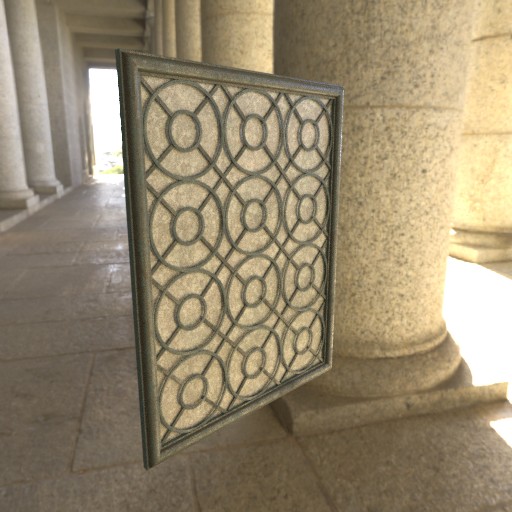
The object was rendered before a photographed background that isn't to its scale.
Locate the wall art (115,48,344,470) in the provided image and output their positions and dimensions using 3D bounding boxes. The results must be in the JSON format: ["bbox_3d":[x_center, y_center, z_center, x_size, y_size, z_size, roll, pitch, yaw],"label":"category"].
[{"bbox_3d":[0.000,0.000,1.262,0.767,0.983,0.030,-13,19,-43],"label":"wall art"}]
